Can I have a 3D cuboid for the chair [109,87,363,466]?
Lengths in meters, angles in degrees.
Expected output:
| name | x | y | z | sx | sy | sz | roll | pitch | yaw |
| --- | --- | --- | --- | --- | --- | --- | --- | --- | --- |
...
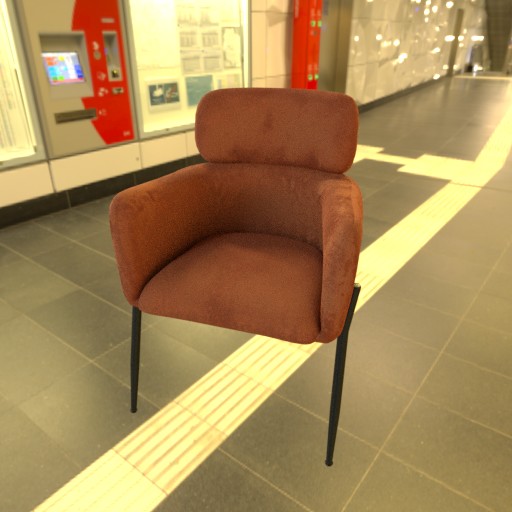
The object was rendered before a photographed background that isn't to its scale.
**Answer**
| name | x | y | z | sx | sy | sz | roll | pitch | yaw |
| --- | --- | --- | --- | --- | --- | --- | --- | --- | --- |
| chair | 0.000 | 0.000 | 1.145 | 0.561 | 0.772 | 0.523 | 8 | 28 | 16 |
